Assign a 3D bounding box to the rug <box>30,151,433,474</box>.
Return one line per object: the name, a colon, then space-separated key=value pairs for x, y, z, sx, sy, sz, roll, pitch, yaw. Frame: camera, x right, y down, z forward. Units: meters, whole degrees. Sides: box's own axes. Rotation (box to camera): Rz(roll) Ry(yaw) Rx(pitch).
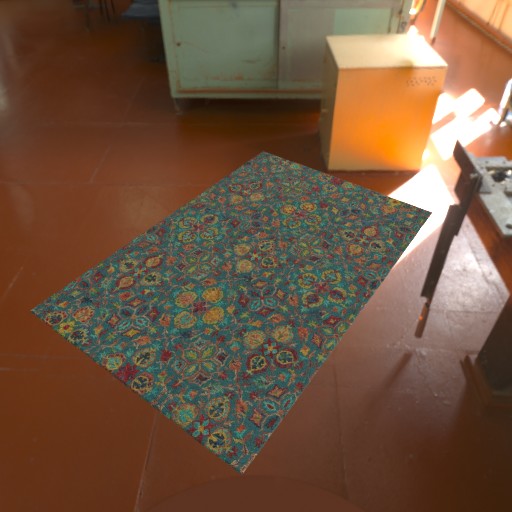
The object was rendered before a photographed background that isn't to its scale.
rug: x=0.000 y=0.000 z=2.879 sx=1.527 sy=0.016 sz=2.290 roll=26 pitch=48 yaw=26
